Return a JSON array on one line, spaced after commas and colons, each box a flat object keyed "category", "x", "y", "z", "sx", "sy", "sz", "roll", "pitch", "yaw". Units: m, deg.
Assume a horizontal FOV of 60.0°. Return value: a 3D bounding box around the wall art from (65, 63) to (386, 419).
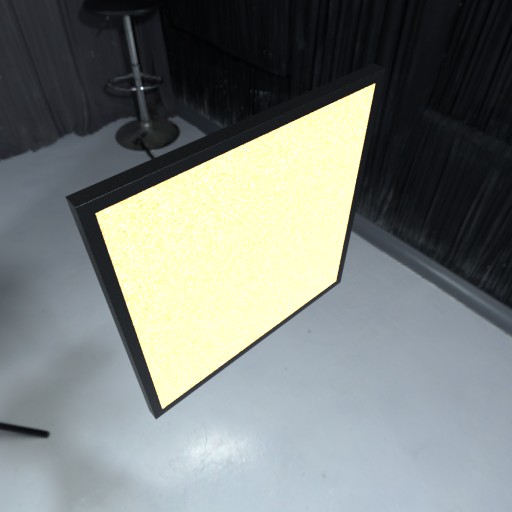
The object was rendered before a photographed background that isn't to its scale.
[{"category": "wall art", "x": 0.000, "y": 0.000, "z": 1.126, "sx": 0.756, "sy": 0.755, "sz": 0.036, "roll": -32, "pitch": 54, "yaw": -27}]
